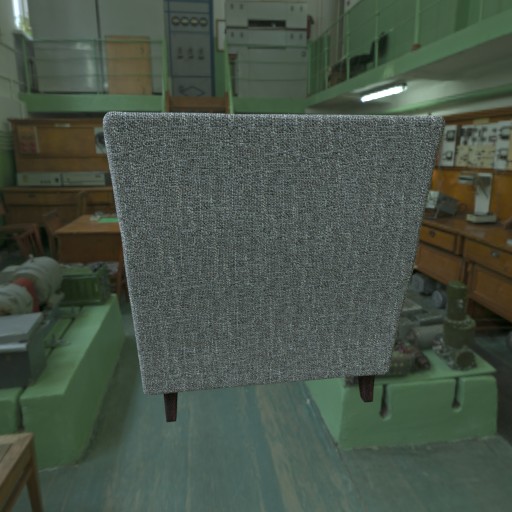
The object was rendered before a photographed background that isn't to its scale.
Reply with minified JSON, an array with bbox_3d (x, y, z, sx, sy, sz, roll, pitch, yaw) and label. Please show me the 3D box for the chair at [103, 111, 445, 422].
[{"bbox_3d":[0.000,0.000,1.601,0.864,0.928,0.873,-2,14,-9],"label":"chair"}]
